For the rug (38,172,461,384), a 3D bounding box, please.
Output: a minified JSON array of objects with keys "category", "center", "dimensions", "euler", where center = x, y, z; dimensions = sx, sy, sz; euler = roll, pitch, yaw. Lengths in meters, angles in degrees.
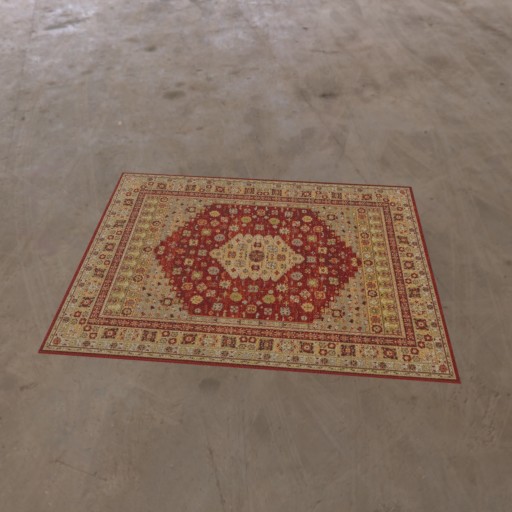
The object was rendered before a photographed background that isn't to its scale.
[{"category":"rug","center":[0.000,0.000,2.846],"dimensions":[2.211,0.013,1.593],"euler":[3,47,3]}]
